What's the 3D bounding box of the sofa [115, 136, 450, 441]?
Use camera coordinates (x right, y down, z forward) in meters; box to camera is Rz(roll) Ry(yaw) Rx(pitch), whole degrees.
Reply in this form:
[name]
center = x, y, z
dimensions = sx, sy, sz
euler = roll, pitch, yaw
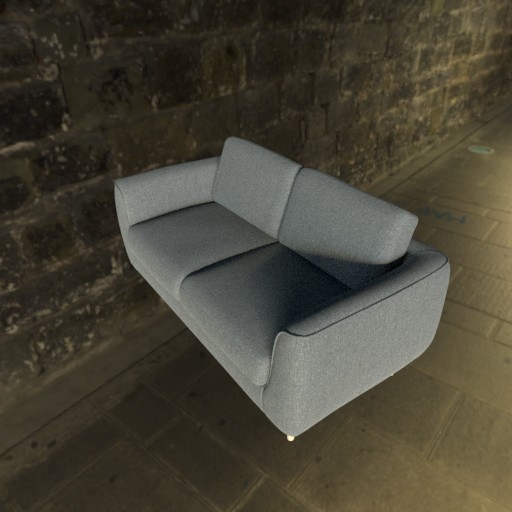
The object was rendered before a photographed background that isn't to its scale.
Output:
[sofa]
center = 0.000, 0.000, 2.257
dimensions = 0.920, 0.870, 1.700
euler = -20, 36, -30
